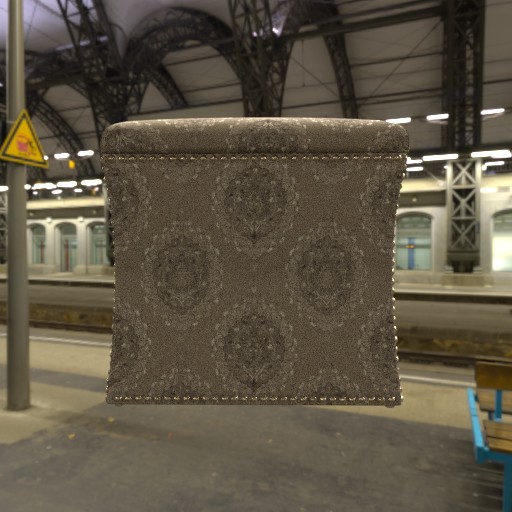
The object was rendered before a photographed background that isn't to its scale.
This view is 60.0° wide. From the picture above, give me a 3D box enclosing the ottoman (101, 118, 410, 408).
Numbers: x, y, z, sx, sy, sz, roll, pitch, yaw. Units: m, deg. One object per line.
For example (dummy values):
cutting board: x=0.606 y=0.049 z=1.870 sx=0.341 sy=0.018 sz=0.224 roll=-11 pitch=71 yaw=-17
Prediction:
ottoman: x=0.000 y=0.000 z=0.923 sx=0.497 sy=0.473 sz=0.507 roll=0 pitch=1 yaw=1
